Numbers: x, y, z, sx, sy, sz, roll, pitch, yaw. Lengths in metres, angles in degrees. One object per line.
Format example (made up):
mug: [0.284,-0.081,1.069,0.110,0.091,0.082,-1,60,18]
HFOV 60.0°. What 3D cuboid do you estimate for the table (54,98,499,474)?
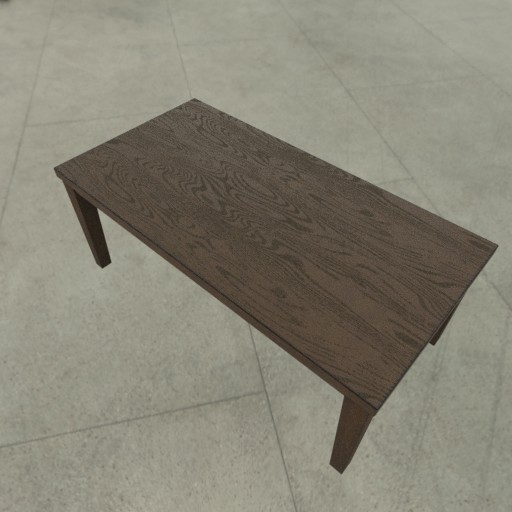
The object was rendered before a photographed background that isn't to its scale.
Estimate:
table: [0.000,0.000,2.433,1.981,0.762,1.016,33,55,27]
